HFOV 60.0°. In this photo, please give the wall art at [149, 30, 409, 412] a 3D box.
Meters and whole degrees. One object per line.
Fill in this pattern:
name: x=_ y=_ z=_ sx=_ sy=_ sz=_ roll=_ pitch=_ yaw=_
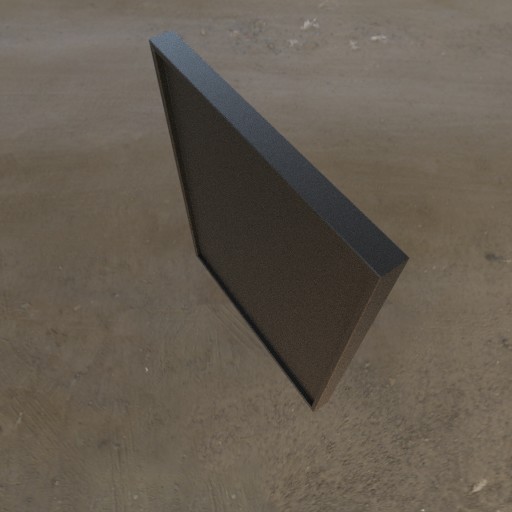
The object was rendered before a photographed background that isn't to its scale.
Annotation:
wall art: x=0.000 y=0.000 z=0.744 sx=0.039 sy=0.555 sz=0.449 roll=-31 pitch=63 yaw=-18
